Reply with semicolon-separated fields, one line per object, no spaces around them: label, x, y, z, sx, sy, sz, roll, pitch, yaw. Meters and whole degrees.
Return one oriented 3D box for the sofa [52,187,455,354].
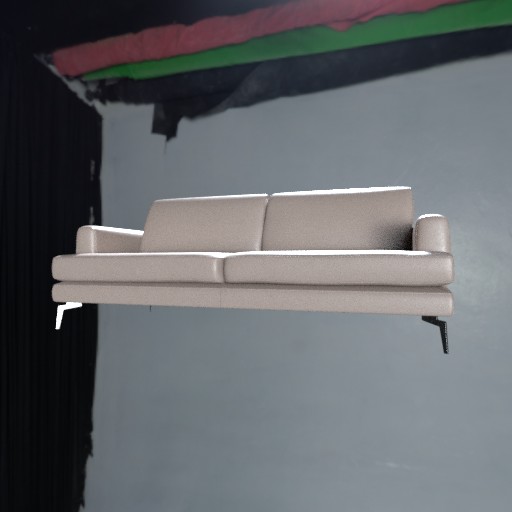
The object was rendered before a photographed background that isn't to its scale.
sofa;0.000;0.000;2.440;1.940;0.765;0.974;0;-1;19
